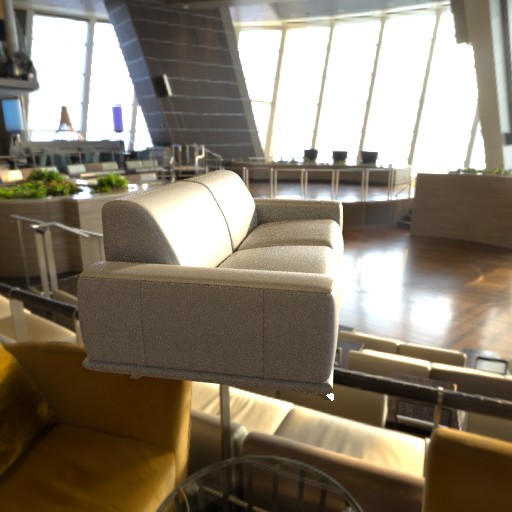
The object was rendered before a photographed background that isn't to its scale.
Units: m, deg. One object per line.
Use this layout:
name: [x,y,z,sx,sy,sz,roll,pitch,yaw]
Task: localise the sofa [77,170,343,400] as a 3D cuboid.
sofa: [0.000,0.000,2.324,0.900,0.772,1.901,3,16,11]
